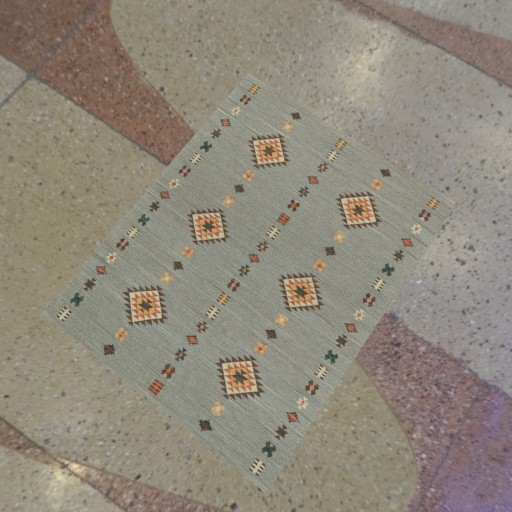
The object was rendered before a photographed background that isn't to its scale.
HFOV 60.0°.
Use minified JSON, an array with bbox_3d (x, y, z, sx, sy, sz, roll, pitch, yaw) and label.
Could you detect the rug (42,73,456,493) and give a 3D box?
[{"bbox_3d":[0.000,0.000,4.006,2.425,0.008,3.035,35,77,9],"label":"rug"}]
